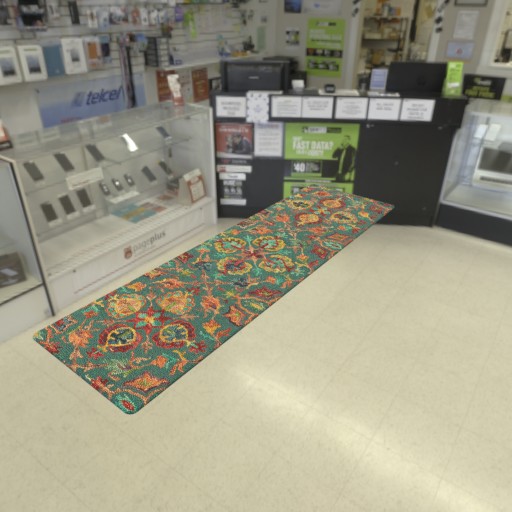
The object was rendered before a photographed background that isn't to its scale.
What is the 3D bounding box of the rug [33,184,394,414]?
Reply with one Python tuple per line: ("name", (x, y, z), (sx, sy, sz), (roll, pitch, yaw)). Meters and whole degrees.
("rug", (0.000, 0.000, 2.505), (0.686, 0.013, 2.286), (22, 37, 32))
